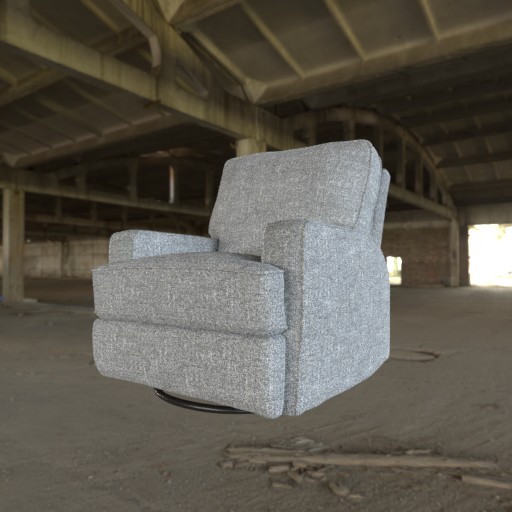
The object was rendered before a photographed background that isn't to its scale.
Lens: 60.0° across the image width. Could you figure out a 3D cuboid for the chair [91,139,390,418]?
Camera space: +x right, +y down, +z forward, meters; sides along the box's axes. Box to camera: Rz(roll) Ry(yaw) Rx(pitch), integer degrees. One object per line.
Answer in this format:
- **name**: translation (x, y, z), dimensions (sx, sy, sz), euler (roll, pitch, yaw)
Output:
- **chair**: translation (0.000, 0.000, 1.714), dimensions (0.861, 0.962, 0.964), euler (-1, -1, 35)
